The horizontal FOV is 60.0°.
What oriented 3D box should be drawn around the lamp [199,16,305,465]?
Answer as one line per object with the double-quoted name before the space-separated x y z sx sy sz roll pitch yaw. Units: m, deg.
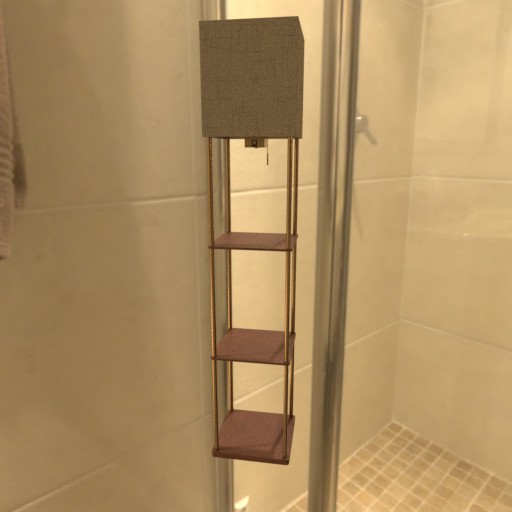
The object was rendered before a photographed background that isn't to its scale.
"lamp" 0.000 0.000 1.687 0.310 1.569 0.308 2 14 9
